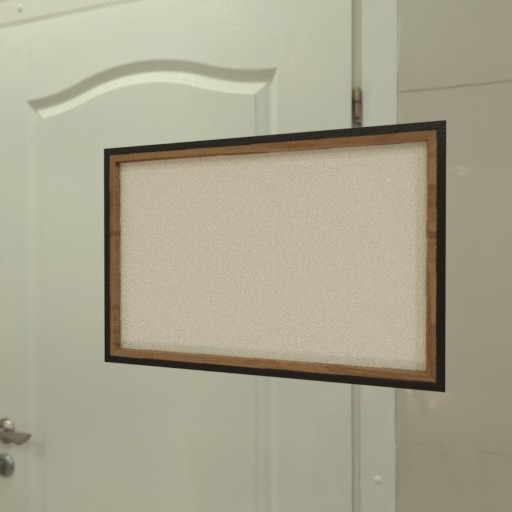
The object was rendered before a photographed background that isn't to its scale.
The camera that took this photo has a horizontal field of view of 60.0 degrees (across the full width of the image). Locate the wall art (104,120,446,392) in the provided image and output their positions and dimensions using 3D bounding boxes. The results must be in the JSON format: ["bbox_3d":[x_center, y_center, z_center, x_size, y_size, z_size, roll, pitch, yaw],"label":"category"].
[{"bbox_3d":[0.000,0.000,0.836,0.659,0.446,0.022,0,1,18],"label":"wall art"}]
